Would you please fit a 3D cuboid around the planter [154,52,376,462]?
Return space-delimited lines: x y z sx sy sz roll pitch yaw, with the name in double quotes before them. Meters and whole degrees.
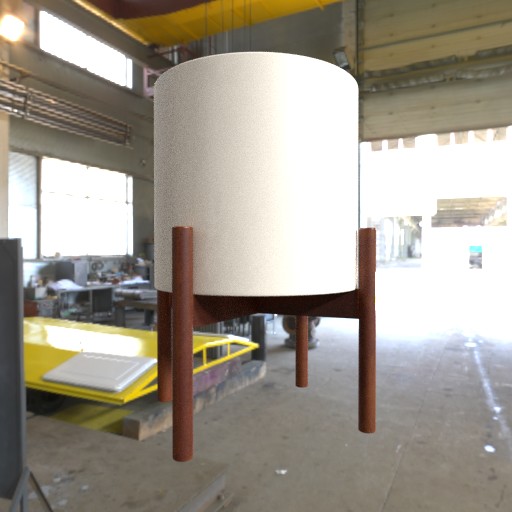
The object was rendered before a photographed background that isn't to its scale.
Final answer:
"planter" 0.000 0.000 0.933 0.417 0.670 0.417 0 1 -18
